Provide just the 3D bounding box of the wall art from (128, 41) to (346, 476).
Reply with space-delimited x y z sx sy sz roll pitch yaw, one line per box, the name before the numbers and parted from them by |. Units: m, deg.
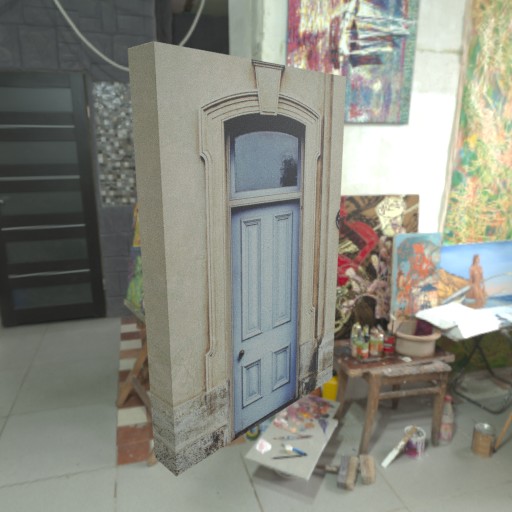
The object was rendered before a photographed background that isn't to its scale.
wall art | 0.000 0.000 0.476 0.038 0.381 0.254 14 20 43
